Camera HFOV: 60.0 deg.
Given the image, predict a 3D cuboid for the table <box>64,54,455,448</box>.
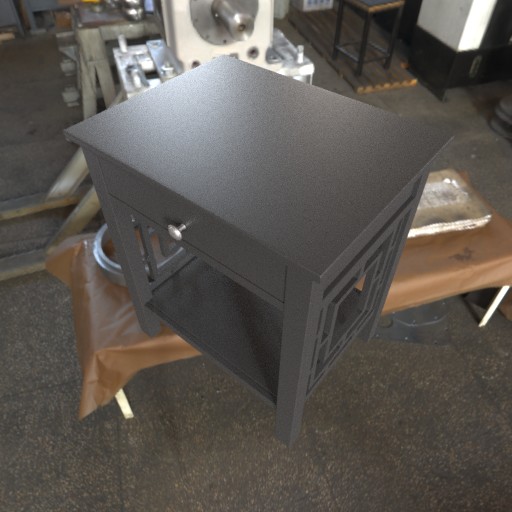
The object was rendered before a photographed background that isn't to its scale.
[{"bbox_3d":[0.000,0.000,1.037,0.564,0.646,0.451,31,54,26],"label":"table"}]
